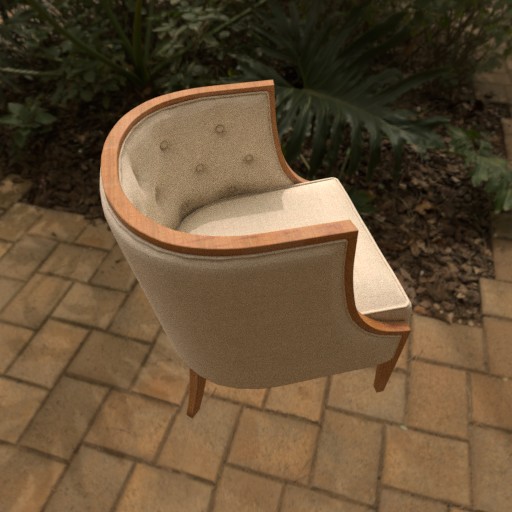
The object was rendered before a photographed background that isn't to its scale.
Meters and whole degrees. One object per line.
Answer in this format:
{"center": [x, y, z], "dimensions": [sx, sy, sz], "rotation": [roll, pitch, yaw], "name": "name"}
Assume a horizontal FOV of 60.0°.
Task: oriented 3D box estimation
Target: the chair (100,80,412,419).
{"center": [0.000, 0.000, 1.358], "dimensions": [0.757, 0.775, 0.711], "rotation": [-9, 47, -9], "name": "chair"}
